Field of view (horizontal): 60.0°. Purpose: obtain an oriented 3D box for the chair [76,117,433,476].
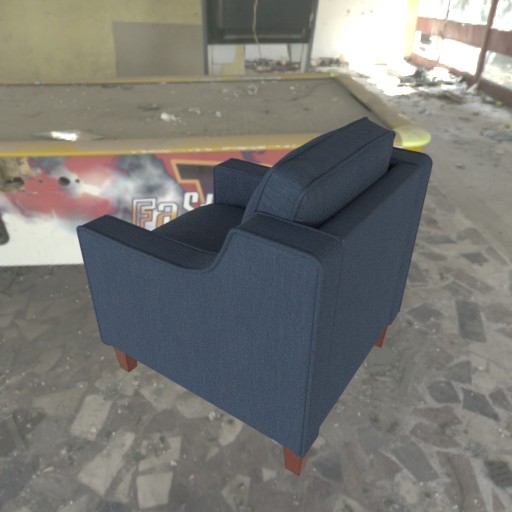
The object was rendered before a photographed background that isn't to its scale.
[{"bbox_3d":[0.000,0.000,1.614,0.909,0.960,0.831,19,36,29],"label":"chair"}]
